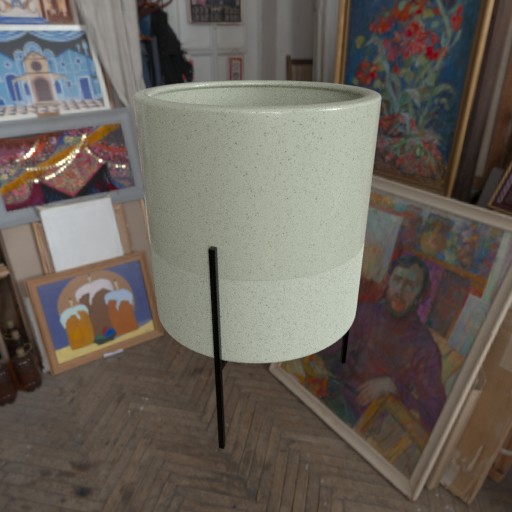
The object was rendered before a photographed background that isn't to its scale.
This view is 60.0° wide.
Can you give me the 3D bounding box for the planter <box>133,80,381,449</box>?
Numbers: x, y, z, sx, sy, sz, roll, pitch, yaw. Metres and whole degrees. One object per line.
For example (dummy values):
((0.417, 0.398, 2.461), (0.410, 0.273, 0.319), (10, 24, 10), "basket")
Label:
((0.000, 0.000, 0.677), (0.314, 0.475, 0.323), (8, 28, 16), "planter")
